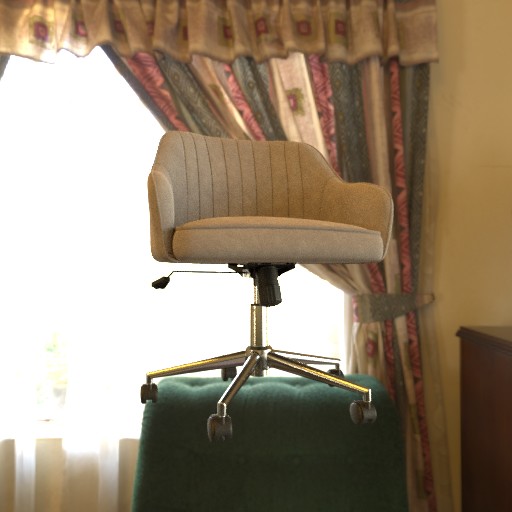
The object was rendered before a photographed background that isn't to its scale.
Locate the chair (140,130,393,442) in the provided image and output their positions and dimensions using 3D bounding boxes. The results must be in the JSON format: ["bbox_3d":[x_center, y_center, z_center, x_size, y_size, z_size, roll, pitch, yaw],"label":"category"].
[{"bbox_3d":[0.000,0.000,1.280,0.635,0.831,0.573,1,-2,-17],"label":"chair"}]
